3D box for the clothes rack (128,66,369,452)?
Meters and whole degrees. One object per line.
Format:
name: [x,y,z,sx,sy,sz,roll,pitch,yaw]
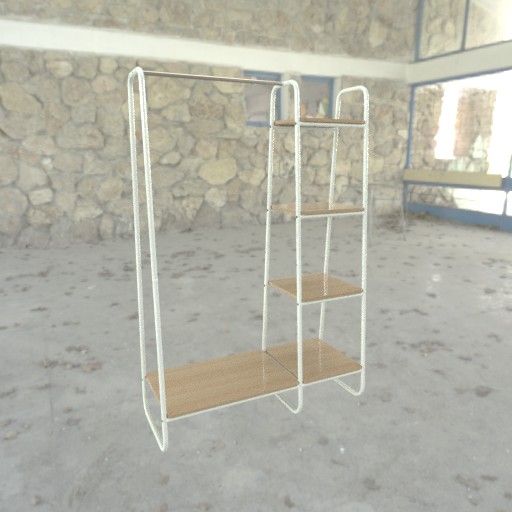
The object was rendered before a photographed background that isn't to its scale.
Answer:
clothes rack: [0.000,0.000,2.001,1.011,1.500,0.400,-6,14,-25]
